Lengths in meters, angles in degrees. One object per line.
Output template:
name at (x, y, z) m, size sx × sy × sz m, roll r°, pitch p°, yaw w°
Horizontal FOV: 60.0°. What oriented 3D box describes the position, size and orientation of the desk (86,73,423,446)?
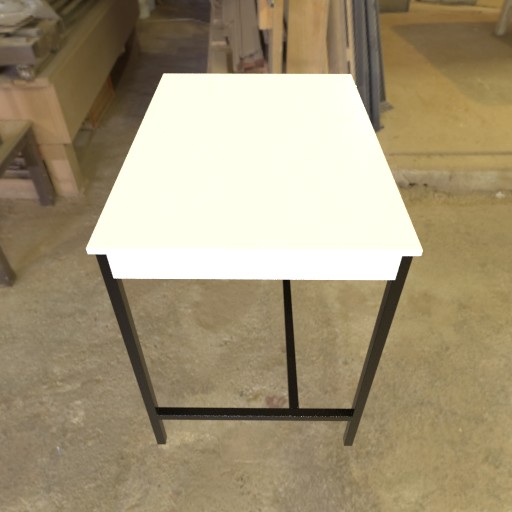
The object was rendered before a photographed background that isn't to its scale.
desk at (0.000, 0.000, 1.311) m, size 0.573 × 0.766 × 0.811 m, roll 0°, pitch 42°, yaw 0°
